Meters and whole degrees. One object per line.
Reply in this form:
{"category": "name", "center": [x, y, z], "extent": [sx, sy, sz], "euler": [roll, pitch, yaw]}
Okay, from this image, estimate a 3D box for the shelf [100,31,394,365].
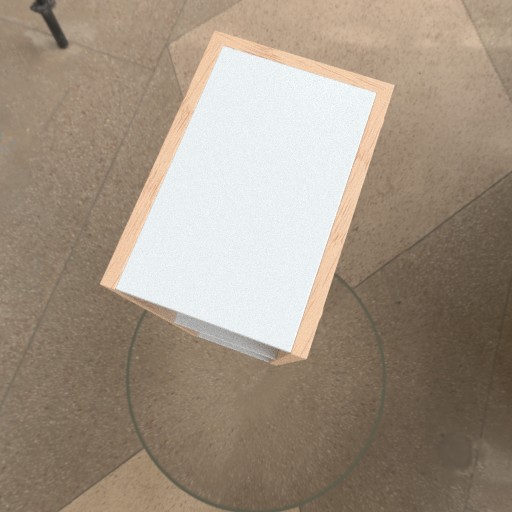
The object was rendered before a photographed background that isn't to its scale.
{"category": "shelf", "center": [0.000, 0.000, 0.717], "extent": [0.200, 0.600, 0.290], "euler": [19, 76, 5]}
